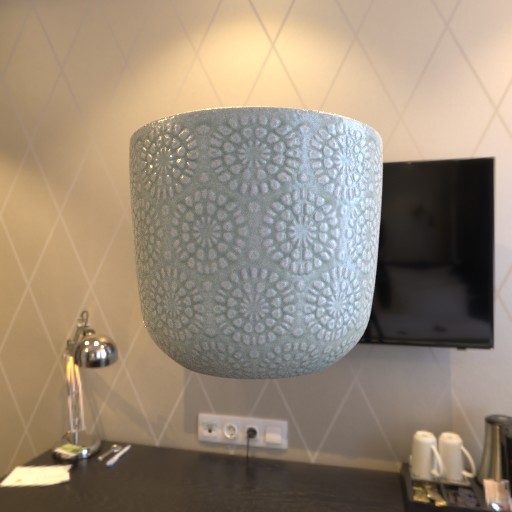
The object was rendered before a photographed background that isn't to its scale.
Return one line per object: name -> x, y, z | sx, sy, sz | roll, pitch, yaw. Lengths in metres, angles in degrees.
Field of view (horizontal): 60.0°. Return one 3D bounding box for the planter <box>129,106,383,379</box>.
planter -> 0.000, 0.000, 0.224 | 0.124, 0.109, 0.124 | 0, -1, 0
